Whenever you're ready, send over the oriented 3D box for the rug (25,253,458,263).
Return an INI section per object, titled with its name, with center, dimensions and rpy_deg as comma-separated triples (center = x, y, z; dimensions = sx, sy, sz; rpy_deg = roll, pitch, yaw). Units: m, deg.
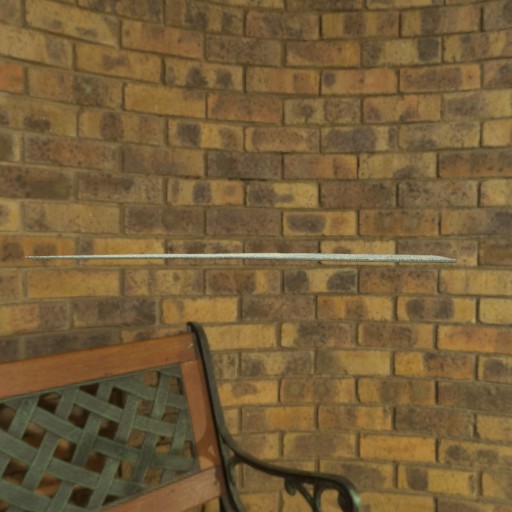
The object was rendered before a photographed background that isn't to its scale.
[rug]
center = 0.000, 0.000, 5.212
dimensions = 4.078, 0.052, 2.802
rpy_deg = 0, 1, 19
